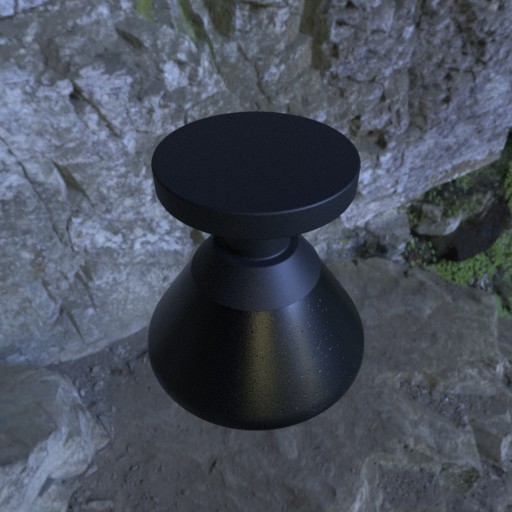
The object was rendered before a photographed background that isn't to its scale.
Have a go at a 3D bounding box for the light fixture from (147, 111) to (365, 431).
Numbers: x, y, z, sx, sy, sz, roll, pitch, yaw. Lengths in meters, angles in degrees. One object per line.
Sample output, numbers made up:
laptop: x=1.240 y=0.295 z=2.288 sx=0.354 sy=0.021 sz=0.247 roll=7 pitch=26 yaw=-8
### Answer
light fixture: x=0.000 y=0.000 z=0.357 sx=0.200 sy=0.183 sz=0.200 roll=0 pitch=41 yaw=0
